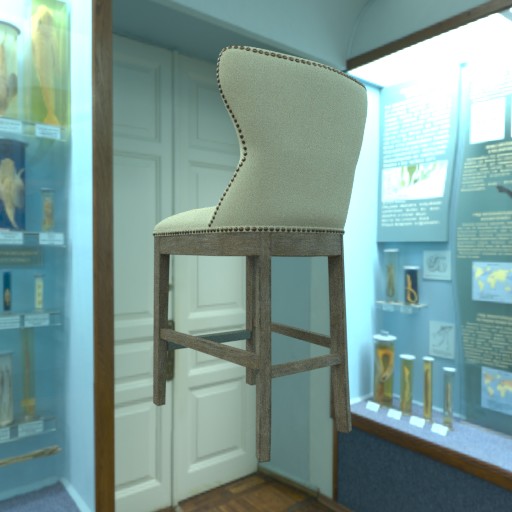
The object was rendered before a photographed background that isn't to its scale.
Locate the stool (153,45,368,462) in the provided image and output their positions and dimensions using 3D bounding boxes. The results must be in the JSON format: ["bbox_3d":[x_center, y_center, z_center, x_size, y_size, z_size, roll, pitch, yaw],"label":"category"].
[{"bbox_3d":[0.000,0.000,1.328,0.498,0.981,0.608,-1,1,-36],"label":"stool"}]
